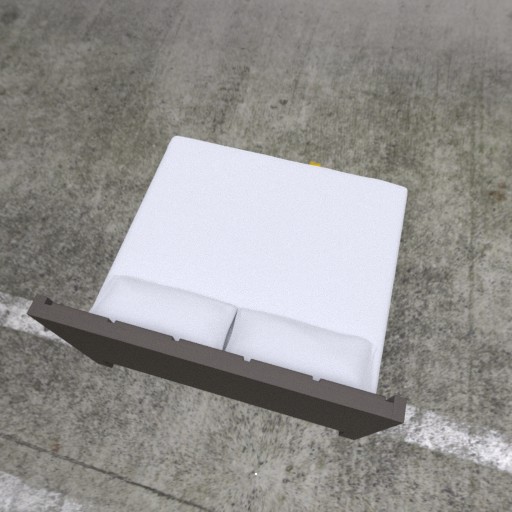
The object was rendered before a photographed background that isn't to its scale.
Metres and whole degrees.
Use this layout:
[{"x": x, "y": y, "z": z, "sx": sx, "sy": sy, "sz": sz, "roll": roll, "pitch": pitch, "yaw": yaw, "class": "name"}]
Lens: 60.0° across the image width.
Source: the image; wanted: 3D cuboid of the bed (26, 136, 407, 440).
[{"x": 0.000, "y": 0.000, "z": 3.375, "sx": 2.134, "sy": 1.270, "sz": 2.012, "roll": 14, "pitch": 65, "yaw": 7, "class": "bed"}]
